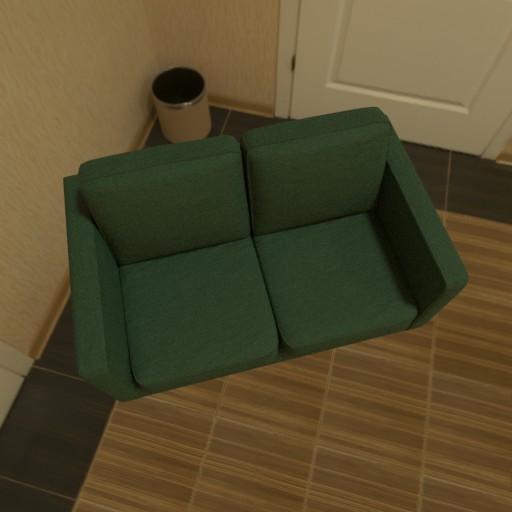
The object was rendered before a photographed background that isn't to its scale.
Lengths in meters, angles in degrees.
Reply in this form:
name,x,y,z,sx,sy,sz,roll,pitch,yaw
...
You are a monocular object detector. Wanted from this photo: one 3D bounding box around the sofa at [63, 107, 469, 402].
name,x,y,z,sx,sy,sz,roll,pitch,yaw
sofa,0.000,0.000,1.926,1.430,0.899,0.879,-13,64,-6
